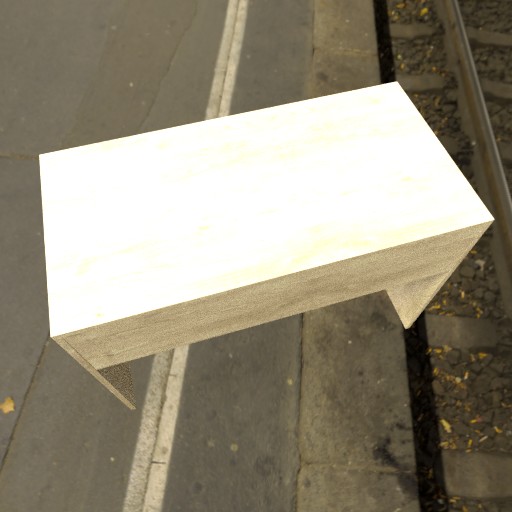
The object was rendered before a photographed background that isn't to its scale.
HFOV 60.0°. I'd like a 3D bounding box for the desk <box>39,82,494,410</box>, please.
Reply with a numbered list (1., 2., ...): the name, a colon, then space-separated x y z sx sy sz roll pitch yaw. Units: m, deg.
1. desk: 0.000 0.000 1.497 1.100 0.730 0.560 -14 60 -8
